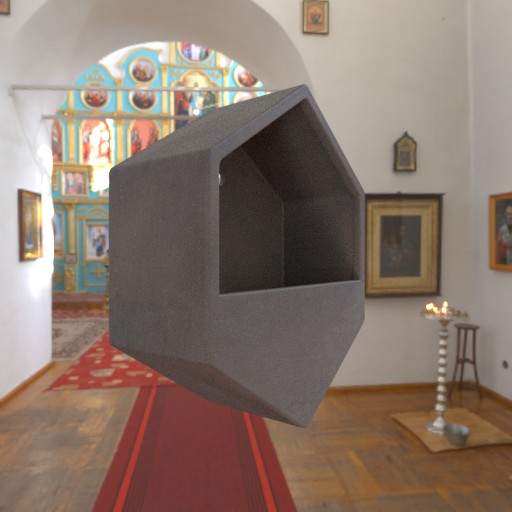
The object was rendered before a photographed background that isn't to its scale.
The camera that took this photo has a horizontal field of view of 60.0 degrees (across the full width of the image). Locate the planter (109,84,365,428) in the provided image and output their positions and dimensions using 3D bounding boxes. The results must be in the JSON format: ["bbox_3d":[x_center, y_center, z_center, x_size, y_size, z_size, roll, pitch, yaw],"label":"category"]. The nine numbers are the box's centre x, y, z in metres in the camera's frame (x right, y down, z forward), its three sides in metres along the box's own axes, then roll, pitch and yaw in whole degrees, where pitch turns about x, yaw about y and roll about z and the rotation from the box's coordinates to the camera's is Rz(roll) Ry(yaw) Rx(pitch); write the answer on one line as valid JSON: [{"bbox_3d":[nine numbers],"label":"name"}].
[{"bbox_3d":[0.000,0.000,0.289,0.077,0.206,0.169,0,0,38],"label":"planter"}]
